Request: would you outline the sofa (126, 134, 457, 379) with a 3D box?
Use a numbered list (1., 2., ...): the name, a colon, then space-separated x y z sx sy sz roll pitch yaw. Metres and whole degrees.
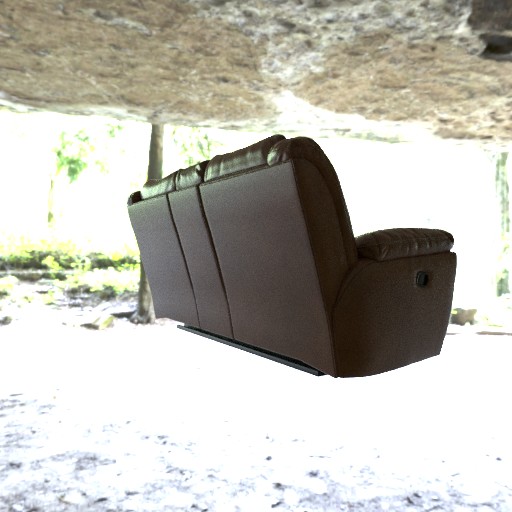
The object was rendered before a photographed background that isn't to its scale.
1. sofa: 0.000 0.000 2.654 0.991 1.043 2.058 0 0 -34
